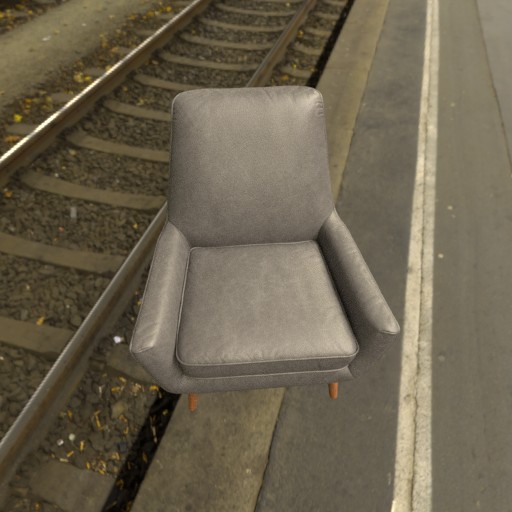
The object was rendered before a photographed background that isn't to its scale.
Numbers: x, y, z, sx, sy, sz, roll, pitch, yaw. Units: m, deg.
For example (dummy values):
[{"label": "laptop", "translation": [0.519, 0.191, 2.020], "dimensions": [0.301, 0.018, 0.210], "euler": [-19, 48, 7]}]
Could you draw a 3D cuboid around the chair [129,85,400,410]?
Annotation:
[{"label": "chair", "translation": [0.000, 0.000, 1.566], "dimensions": [0.787, 0.888, 0.822], "euler": [-4, 46, -3]}]
